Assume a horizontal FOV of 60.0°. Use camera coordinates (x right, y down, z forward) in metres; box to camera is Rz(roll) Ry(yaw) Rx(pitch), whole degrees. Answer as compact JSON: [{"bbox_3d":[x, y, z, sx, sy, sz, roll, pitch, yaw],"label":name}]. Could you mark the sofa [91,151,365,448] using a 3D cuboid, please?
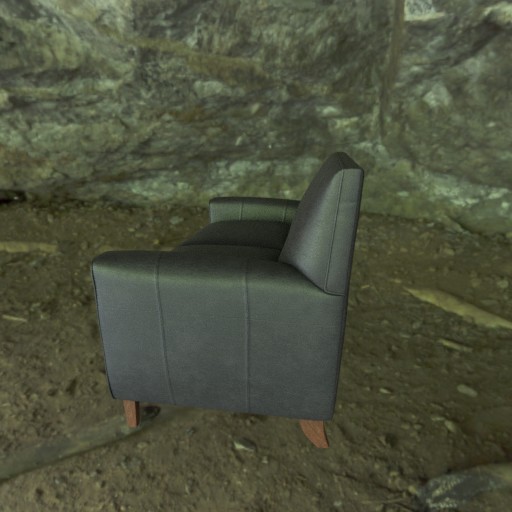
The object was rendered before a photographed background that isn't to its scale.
[{"bbox_3d":[0.000,0.000,1.963,0.787,0.871,1.473,2,15,9],"label":"sofa"}]
